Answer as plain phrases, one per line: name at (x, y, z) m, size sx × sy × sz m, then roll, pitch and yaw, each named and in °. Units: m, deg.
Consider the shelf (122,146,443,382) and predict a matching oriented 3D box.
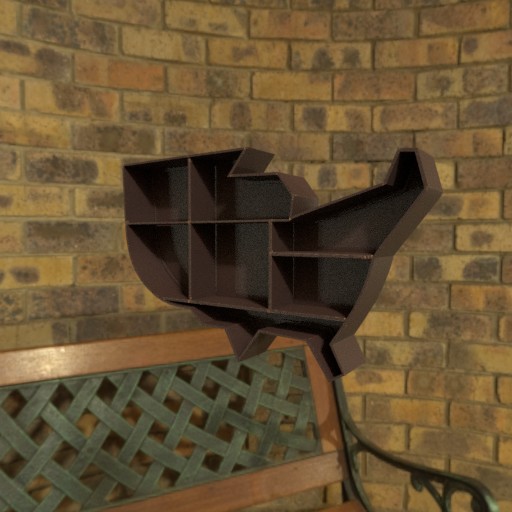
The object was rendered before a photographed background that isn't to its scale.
shelf at (0.000, 0.000, 0.945) m, size 0.729 × 0.439 × 0.112 m, roll 2°, pitch 3°, yaw 35°
